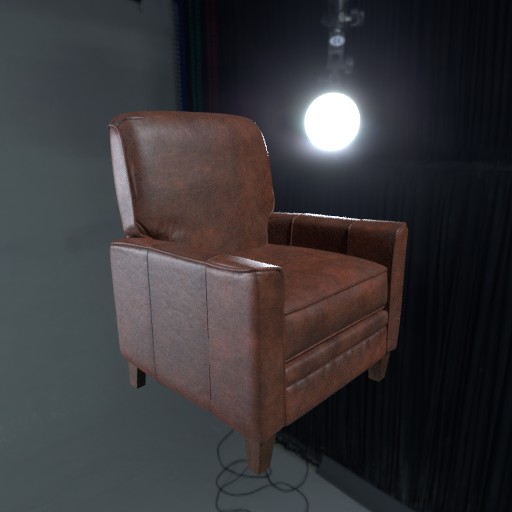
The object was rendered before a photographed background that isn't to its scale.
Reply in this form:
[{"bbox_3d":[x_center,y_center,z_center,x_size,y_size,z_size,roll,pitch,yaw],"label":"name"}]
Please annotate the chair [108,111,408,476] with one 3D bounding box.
[{"bbox_3d":[0.000,0.000,1.651,0.836,1.043,0.843,14,21,42],"label":"chair"}]
